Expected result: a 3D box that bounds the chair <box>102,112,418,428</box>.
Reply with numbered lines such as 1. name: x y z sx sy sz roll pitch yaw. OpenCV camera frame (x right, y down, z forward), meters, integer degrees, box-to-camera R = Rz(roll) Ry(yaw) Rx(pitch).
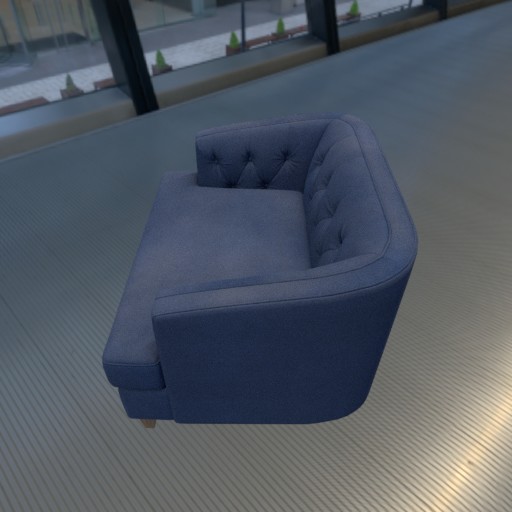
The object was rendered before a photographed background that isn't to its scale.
1. chair: 0.000 0.000 1.741 0.914 0.787 1.118 0 41 1
